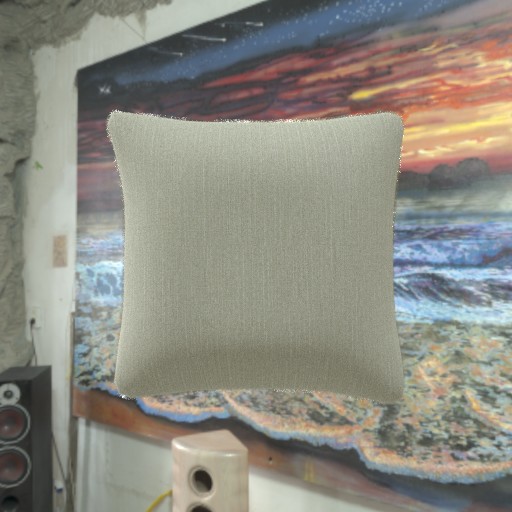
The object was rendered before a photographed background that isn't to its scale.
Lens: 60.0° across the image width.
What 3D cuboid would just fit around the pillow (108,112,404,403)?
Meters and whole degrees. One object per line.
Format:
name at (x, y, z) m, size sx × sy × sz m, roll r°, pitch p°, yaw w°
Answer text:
pillow at (0.000, 0.000, 0.816) m, size 0.538 × 0.525 × 0.216 m, roll 0°, pitch -1°, yaw 0°
